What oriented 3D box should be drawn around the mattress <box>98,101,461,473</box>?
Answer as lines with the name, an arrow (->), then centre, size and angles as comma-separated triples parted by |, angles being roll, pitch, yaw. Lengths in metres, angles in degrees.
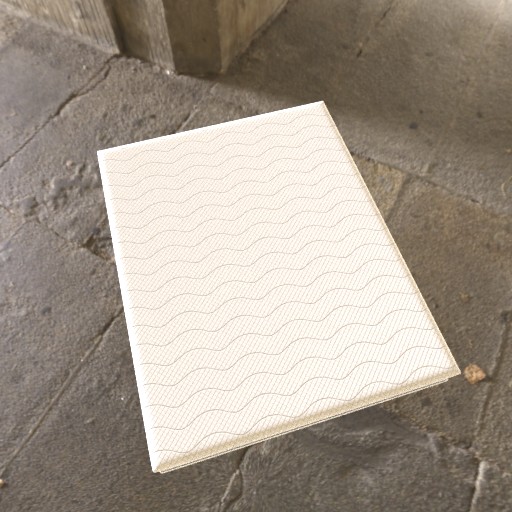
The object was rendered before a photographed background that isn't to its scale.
mattress -> 0.000, 0.000, 2.692 | 1.600, 0.230, 2.000 | -15, 64, -8
